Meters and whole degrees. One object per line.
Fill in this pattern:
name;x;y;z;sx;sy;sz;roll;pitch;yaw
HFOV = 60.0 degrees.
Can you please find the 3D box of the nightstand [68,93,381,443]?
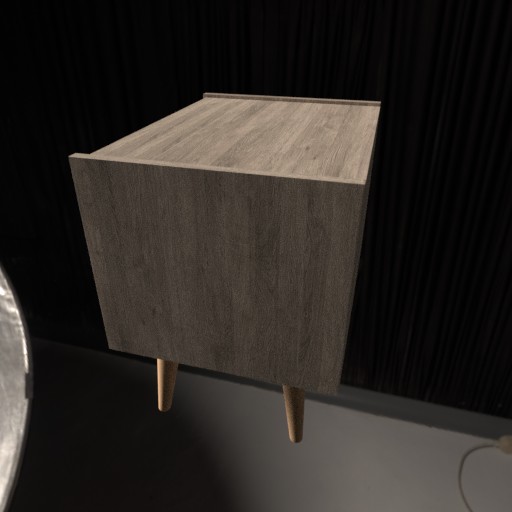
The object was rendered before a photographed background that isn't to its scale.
nightstand;0.000;0.000;0.848;0.380;0.500;0.480;8;31;14
